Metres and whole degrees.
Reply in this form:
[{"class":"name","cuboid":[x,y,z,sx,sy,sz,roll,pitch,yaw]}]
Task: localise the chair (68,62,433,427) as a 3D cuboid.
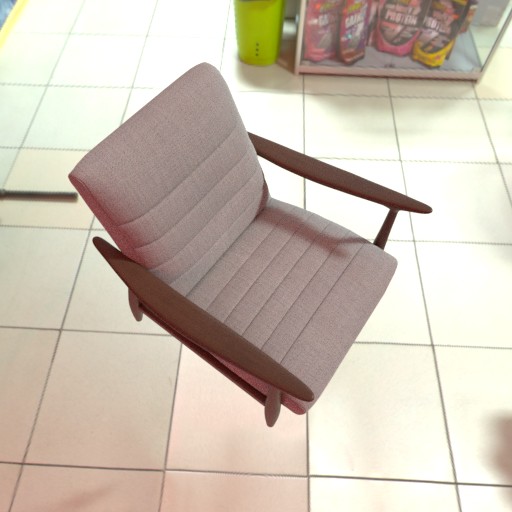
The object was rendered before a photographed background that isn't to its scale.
[{"class":"chair","cuboid":[0.000,0.000,1.436,0.798,0.832,0.741,31,64,18]}]
